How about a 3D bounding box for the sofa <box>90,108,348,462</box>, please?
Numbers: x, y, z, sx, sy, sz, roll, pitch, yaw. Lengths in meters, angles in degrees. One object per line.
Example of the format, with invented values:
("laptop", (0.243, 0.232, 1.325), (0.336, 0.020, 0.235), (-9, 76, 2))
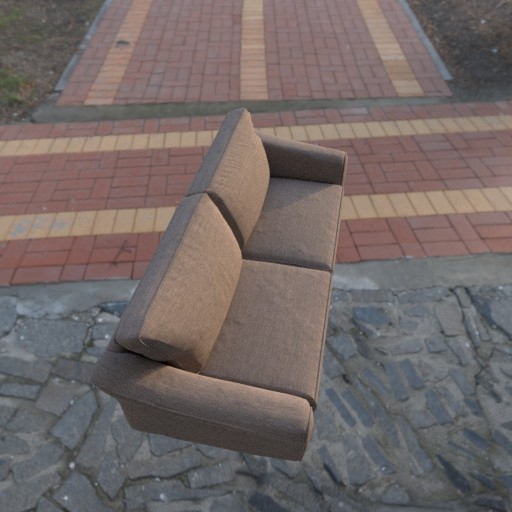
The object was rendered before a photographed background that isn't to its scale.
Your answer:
("sofa", (0.000, 0.000, 2.753), (0.980, 0.965, 2.270), (9, 47, 8))
